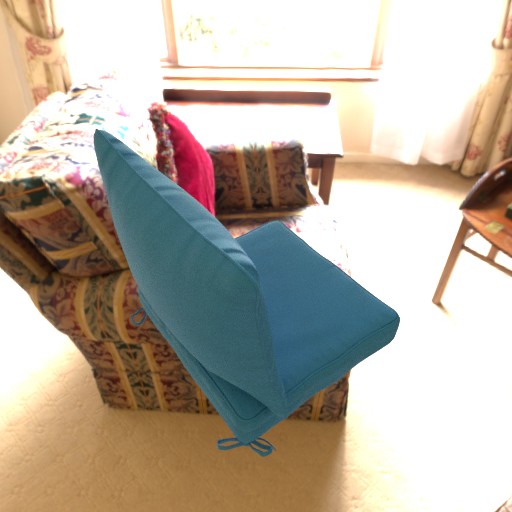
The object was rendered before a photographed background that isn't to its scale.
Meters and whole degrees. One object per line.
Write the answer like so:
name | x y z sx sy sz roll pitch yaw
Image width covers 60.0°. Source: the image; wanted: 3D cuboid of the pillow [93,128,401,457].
pillow | 0.000 0.000 1.371 0.733 0.725 0.798 -26 47 -26
